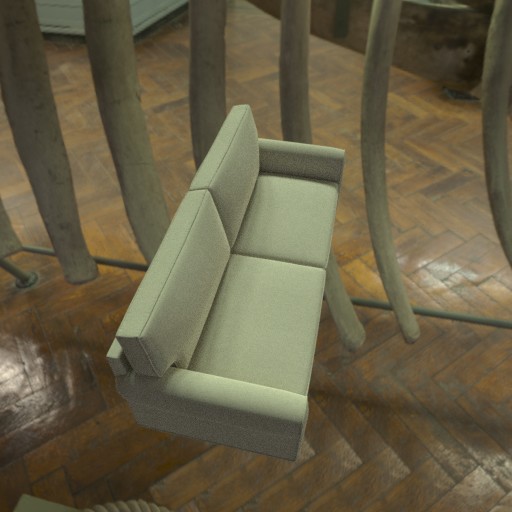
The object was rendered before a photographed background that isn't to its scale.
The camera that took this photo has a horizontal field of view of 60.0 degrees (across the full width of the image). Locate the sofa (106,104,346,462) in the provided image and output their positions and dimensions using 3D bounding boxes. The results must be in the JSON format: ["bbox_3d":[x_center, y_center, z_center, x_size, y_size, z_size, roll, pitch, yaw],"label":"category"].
[{"bbox_3d":[0.000,0.000,2.722,0.901,0.962,2.146,9,48,9],"label":"sofa"}]
